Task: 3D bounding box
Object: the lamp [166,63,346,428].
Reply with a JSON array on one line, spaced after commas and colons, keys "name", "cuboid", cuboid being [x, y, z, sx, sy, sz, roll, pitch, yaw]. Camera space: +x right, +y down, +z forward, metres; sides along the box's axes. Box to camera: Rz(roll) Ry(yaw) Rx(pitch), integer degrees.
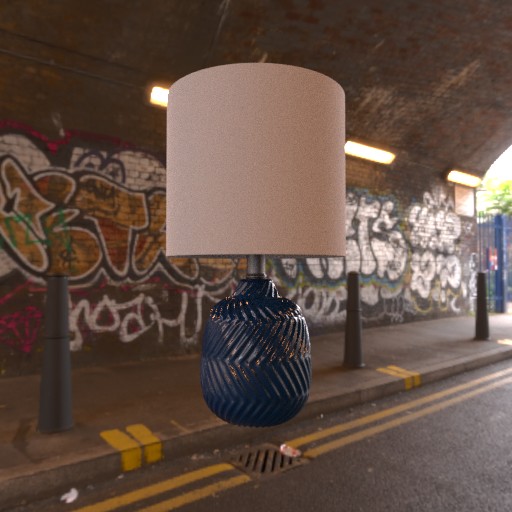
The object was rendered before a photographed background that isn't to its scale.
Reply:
[{"name": "lamp", "cuboid": [0.000, 0.000, 0.511, 0.203, 0.368, 0.203, 0, -2, 1]}]
